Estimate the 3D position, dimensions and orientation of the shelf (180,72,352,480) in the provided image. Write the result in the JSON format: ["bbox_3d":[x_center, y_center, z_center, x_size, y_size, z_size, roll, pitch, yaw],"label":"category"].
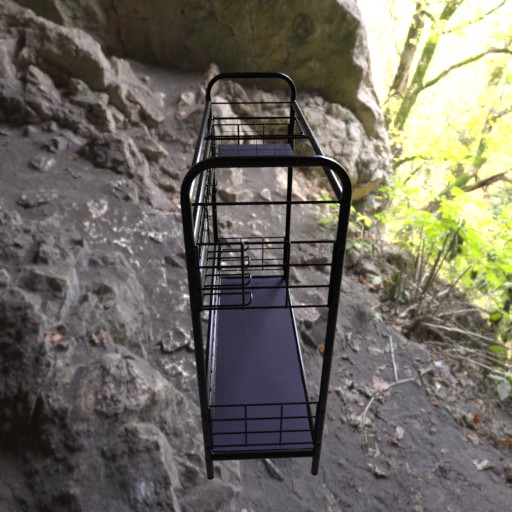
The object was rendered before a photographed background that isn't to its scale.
[{"bbox_3d":[0.000,0.000,1.514,0.350,1.026,0.961,-1,32,-2],"label":"shelf"}]
